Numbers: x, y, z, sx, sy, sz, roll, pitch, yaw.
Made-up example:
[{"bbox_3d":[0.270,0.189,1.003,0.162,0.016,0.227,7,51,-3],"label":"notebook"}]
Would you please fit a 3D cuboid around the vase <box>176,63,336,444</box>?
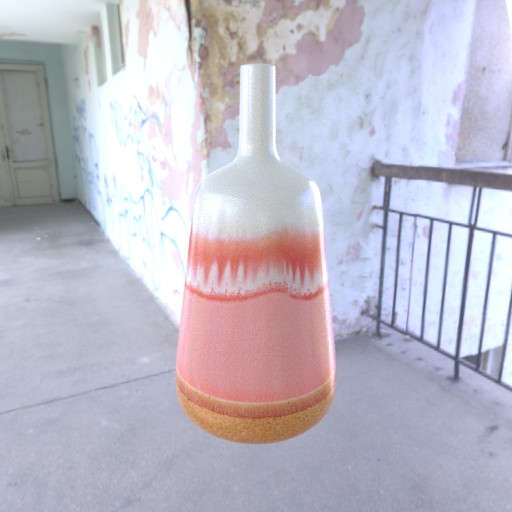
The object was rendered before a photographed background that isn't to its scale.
[{"bbox_3d":[0.000,0.000,0.373,0.144,0.296,0.144,0,16,0],"label":"vase"}]
